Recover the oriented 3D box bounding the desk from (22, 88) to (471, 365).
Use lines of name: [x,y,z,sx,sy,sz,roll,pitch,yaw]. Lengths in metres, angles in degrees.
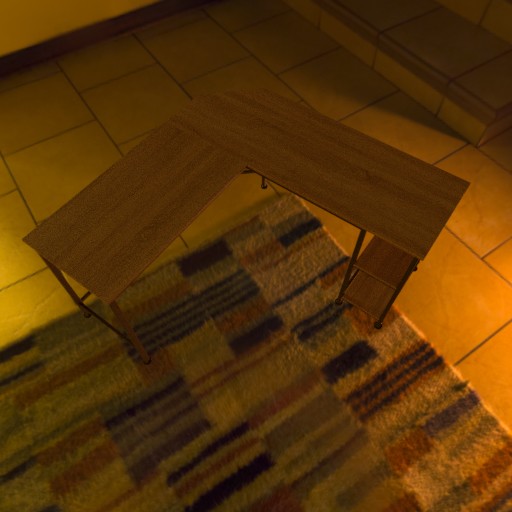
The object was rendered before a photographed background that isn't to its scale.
desk: [0.000,0.000,2.214,1.379,0.739,1.379,31,63,18]
